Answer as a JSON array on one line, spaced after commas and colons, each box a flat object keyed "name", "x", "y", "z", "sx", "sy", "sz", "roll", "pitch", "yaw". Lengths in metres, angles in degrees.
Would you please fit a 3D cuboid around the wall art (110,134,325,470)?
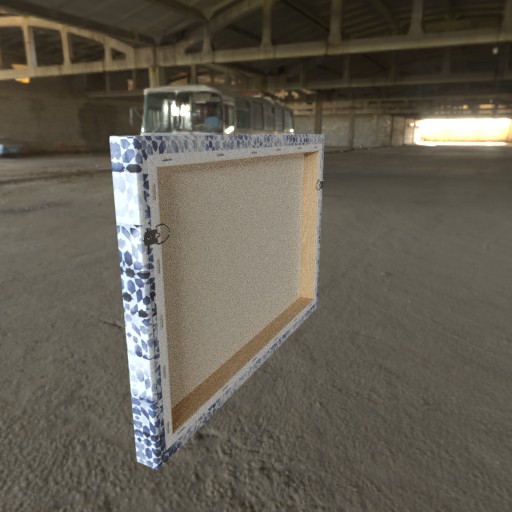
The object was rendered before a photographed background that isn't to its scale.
[{"name": "wall art", "x": 0.000, "y": 0.000, "z": 1.153, "sx": 0.057, "sy": 0.608, "sz": 0.911, "roll": 8, "pitch": 17, "yaw": 26}]
